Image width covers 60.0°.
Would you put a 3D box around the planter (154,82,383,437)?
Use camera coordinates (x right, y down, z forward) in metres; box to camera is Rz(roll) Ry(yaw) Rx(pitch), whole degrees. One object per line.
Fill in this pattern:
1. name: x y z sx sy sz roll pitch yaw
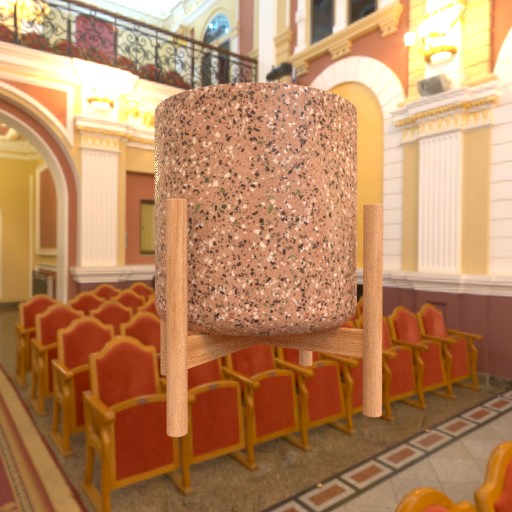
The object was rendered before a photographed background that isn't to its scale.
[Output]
1. planter: 0.000 0.000 0.682 0.360 0.419 0.360 -1 1 -36
